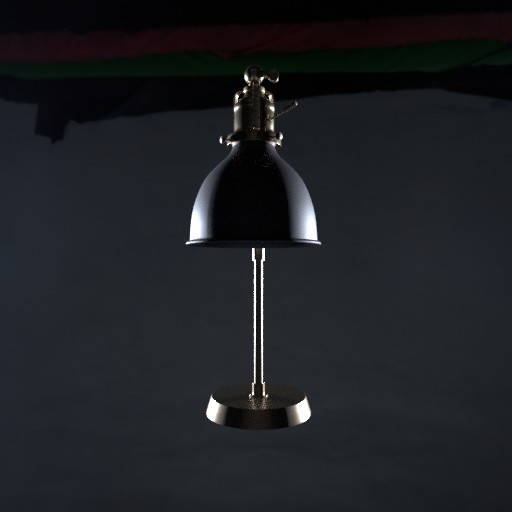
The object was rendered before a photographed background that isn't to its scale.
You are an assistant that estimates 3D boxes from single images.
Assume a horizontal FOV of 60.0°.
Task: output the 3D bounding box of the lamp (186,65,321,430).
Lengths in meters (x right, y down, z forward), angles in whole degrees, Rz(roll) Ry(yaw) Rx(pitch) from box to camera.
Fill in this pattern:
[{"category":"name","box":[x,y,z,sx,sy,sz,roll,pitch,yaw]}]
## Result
[{"category":"lamp","box":[0.000,0.000,0.594,0.160,0.456,0.291,0,-1,3]}]
